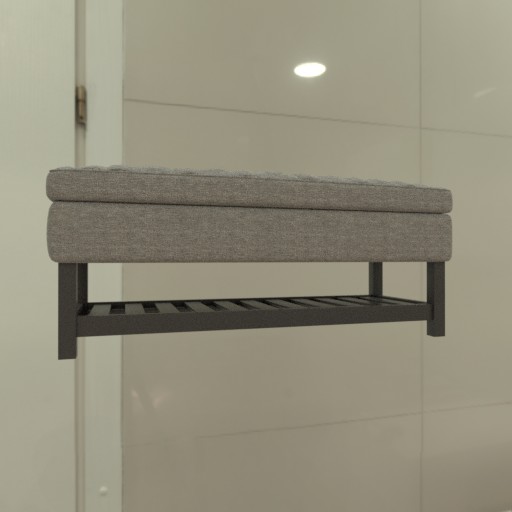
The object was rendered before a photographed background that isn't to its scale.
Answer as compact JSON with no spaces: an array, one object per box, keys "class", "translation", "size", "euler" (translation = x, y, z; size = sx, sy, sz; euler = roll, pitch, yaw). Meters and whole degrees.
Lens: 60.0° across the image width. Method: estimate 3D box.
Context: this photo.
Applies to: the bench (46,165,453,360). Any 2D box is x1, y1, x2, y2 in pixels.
[{"class":"bench","translation":[0.000,0.000,1.323],"size":[1.100,0.470,0.429],"euler":[0,0,-17]}]
